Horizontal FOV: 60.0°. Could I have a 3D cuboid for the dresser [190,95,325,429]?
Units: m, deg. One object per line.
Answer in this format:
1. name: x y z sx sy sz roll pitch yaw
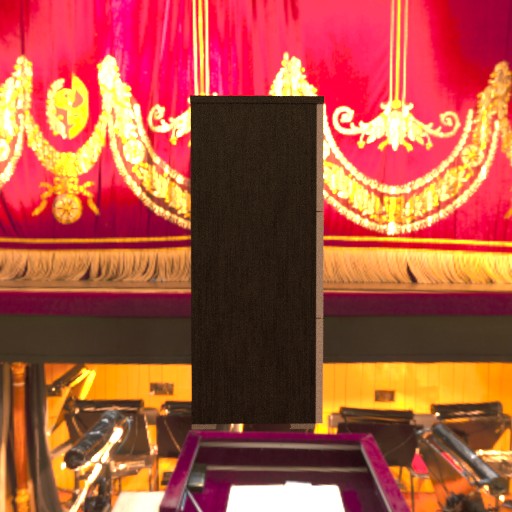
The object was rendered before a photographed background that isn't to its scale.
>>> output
1. dresser: 0.000 0.000 1.814 0.333 0.790 1.535 0 1 -1
